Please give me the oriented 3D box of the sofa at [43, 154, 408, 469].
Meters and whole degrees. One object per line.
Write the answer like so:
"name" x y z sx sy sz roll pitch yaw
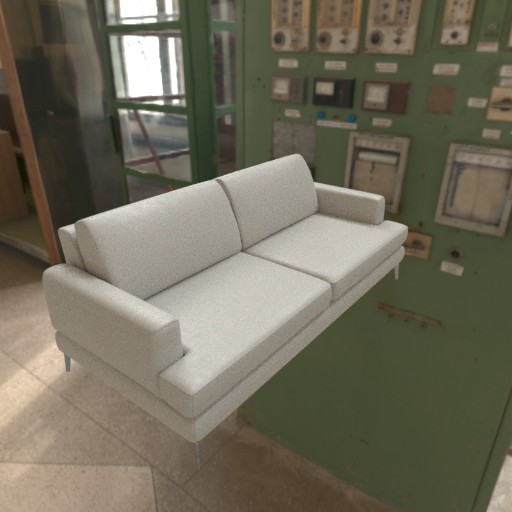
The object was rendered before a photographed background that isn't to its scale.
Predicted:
"sofa" 0.000 0.000 2.389 0.974 0.765 1.940 18 31 34
